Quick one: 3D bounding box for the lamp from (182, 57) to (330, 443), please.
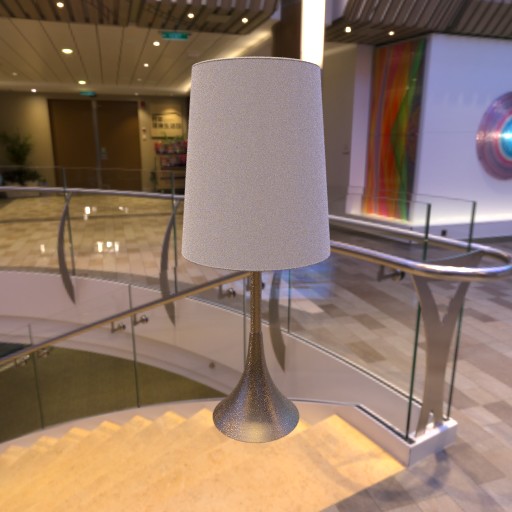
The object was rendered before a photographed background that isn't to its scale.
[{"bbox_3d":[0.000,0.000,0.698,0.231,0.569,0.231,0,15,0],"label":"lamp"}]
